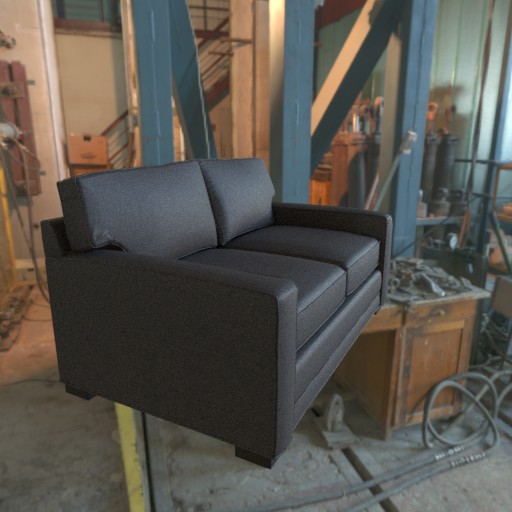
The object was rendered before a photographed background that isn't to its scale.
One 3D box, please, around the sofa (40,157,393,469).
[{"bbox_3d":[0.000,0.000,2.092,0.974,0.887,1.534,8,17,27],"label":"sofa"}]
